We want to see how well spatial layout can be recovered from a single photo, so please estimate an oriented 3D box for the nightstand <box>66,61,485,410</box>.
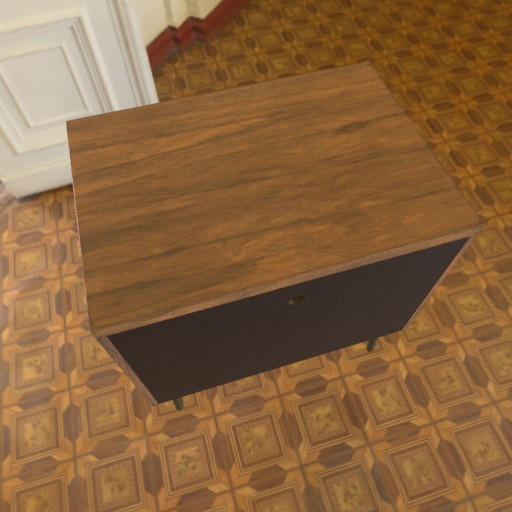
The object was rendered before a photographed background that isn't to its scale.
[{"bbox_3d":[0.000,0.000,1.021,0.610,0.610,0.458,-15,60,-9],"label":"nightstand"}]
